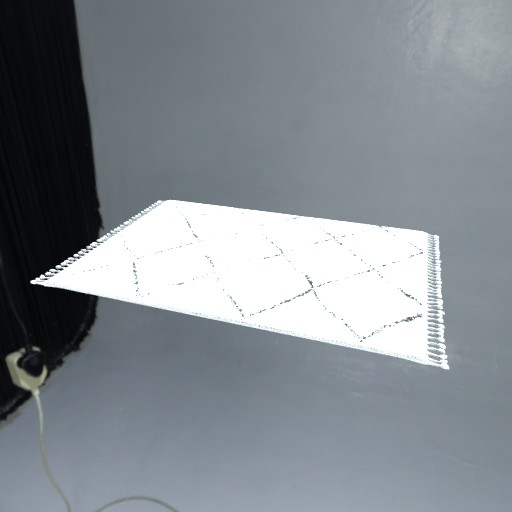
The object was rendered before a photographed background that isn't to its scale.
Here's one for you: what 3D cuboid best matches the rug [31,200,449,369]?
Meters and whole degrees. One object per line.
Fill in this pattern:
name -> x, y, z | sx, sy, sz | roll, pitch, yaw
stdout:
rug -> 0.000, 0.000, 2.908 | 2.307, 0.031, 1.494 | 9, 28, 17
